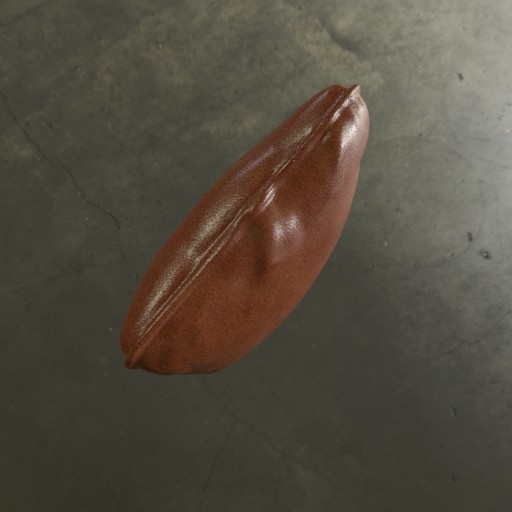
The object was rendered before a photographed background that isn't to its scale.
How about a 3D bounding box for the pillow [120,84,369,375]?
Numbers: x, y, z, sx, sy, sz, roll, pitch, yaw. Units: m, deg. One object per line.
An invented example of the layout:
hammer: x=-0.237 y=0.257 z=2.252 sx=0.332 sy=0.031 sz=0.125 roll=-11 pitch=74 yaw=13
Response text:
pillow: x=0.000 y=0.000 z=0.845 sx=0.236 sy=0.523 sz=0.532 roll=38 pitch=79 yaw=8
